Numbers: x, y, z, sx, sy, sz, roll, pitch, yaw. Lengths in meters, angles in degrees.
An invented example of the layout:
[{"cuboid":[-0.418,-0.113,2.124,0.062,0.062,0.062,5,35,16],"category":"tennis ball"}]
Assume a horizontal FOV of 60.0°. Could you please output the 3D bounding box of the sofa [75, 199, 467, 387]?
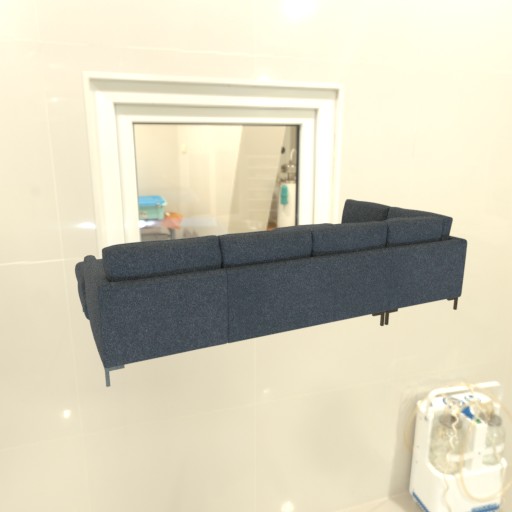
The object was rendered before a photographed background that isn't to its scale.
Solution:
[{"cuboid":[0.000,0.000,3.932,2.956,0.813,2.007,-7,16,-25],"category":"sofa"}]
